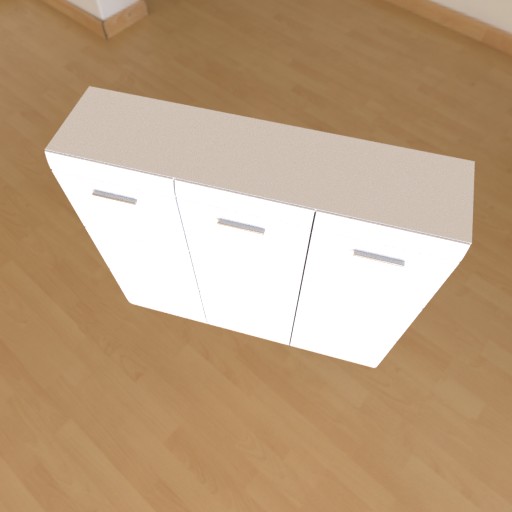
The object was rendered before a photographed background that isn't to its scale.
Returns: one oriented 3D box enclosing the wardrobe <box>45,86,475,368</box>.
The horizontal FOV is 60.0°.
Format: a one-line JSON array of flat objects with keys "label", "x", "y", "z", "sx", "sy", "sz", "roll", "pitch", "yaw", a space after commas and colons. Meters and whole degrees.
[{"label": "wardrobe", "x": 0.000, "y": 0.000, "z": 1.925, "sx": 1.340, "sy": 1.200, "sz": 0.360, "roll": 13, "pitch": 60, "yaw": 8}]
